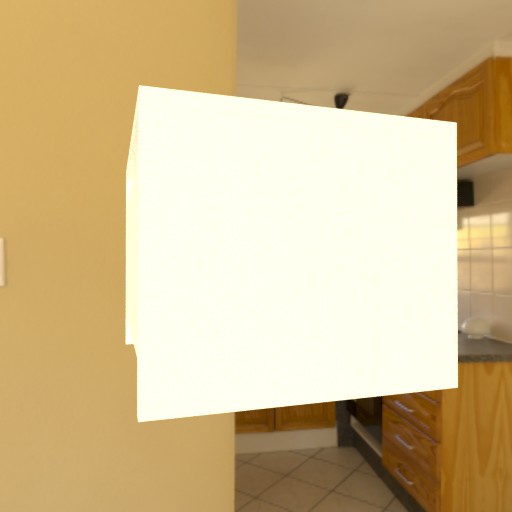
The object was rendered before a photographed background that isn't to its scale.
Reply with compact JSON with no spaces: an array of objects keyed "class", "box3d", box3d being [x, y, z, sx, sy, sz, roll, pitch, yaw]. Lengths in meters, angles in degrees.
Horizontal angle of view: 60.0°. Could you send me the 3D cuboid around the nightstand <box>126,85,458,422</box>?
[{"class":"nightstand","box3d":[0.000,0.000,0.747,0.408,0.351,0.470,0,-1,-18]}]
